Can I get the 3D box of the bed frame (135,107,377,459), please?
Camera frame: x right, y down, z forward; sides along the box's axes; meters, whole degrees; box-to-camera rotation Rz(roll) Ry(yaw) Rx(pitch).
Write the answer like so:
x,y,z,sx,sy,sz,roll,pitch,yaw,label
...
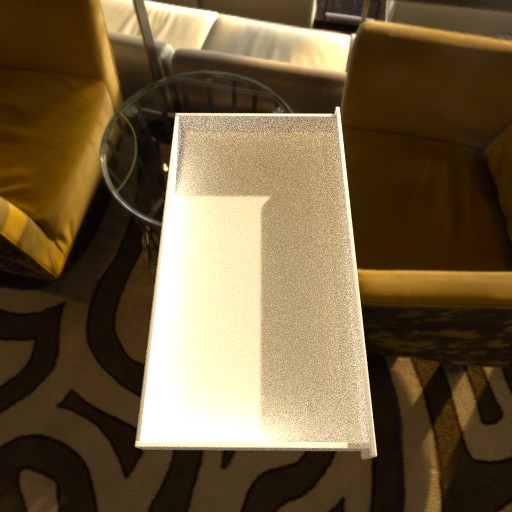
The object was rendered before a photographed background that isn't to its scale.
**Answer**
x,y,z,sx,sy,sz,roll,pitch,yaw,label
0.000,0.000,1.570,0.670,0.141,1.300,0,63,0,bed frame
